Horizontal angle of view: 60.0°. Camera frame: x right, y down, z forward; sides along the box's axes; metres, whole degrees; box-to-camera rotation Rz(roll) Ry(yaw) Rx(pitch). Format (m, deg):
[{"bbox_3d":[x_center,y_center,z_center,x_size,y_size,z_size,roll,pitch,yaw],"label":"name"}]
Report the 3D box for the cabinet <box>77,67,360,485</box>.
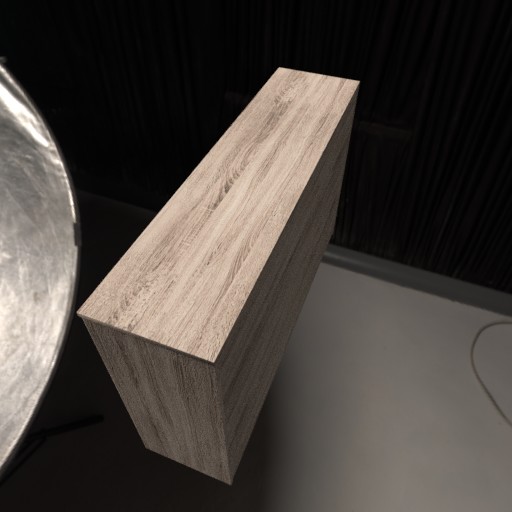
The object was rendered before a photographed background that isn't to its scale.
[{"bbox_3d":[0.000,0.000,1.814,0.380,0.900,1.450,16,49,15],"label":"cabinet"}]
